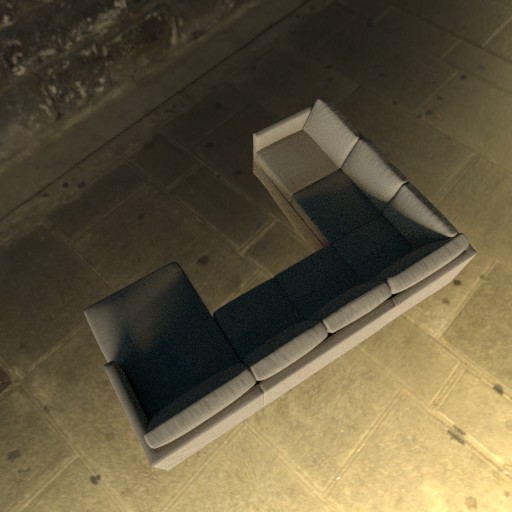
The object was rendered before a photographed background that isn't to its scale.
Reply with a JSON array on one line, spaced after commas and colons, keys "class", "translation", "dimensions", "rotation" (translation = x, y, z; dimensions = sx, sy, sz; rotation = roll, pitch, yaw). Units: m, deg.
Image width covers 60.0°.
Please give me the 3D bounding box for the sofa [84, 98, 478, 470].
[{"class": "sofa", "translation": [0.000, 0.000, 4.454], "dimensions": [3.460, 0.882, 2.427], "rotation": [-29, 66, -15]}]
